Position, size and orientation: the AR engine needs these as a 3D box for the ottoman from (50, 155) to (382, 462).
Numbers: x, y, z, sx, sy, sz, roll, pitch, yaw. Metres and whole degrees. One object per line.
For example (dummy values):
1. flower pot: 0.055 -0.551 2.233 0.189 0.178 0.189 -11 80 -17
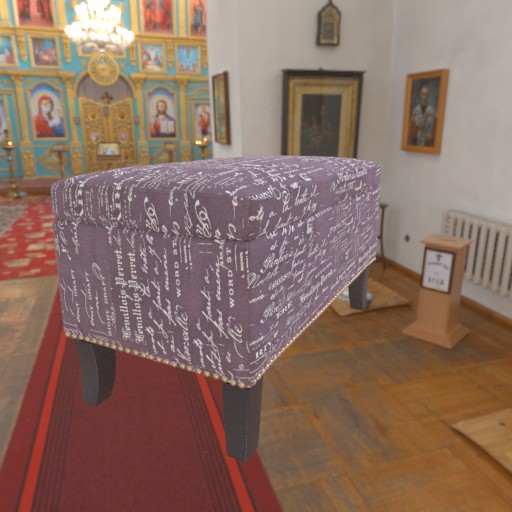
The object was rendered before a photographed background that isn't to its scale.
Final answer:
1. ottoman: 0.000 0.000 1.059 0.406 0.457 0.813 8 17 27
